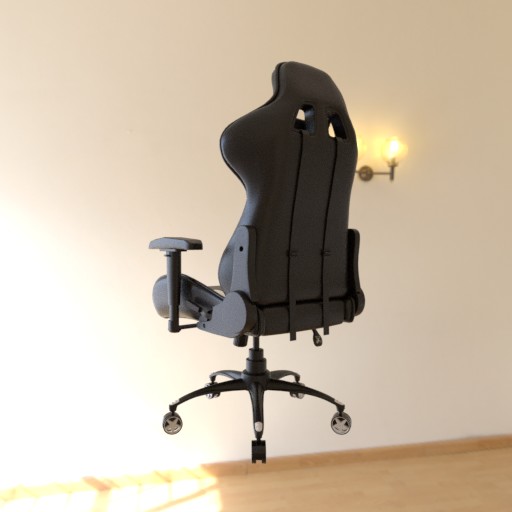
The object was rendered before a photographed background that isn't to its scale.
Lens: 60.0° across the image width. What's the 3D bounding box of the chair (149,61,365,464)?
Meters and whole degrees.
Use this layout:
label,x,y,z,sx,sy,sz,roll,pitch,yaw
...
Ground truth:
label,x,y,z,sx,sy,sz,roll,pitch,yaw
chair,0.000,0.000,1.707,0.730,1.285,0.695,-1,2,-37
